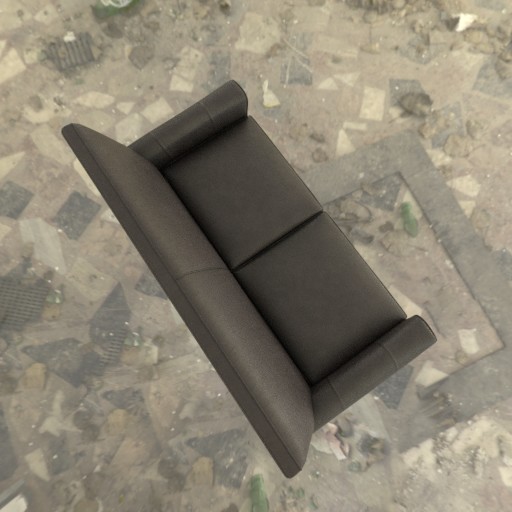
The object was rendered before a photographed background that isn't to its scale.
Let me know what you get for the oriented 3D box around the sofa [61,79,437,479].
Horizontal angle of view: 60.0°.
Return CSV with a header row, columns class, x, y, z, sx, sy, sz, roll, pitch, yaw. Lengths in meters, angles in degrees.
class,x,y,z,sx,sy,sz,roll,pitch,yaw
sofa,0.000,0.000,1.989,0.787,0.871,1.473,-34,78,-8
